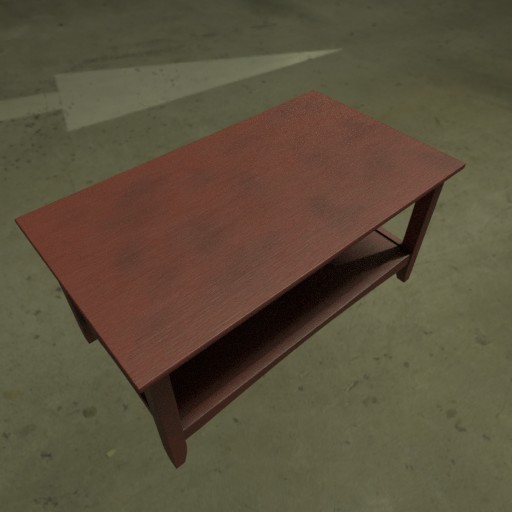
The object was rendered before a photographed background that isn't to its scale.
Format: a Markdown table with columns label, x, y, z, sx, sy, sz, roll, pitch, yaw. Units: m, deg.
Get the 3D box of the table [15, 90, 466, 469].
| label | x | y | z | sx | sy | sz | roll | pitch | yaw |
| --- | --- | --- | --- | --- | --- | --- | --- | --- | --- |
| table | 0.000 | 0.000 | 1.208 | 0.943 | 0.456 | 0.533 | -32 | 54 | -27 |
